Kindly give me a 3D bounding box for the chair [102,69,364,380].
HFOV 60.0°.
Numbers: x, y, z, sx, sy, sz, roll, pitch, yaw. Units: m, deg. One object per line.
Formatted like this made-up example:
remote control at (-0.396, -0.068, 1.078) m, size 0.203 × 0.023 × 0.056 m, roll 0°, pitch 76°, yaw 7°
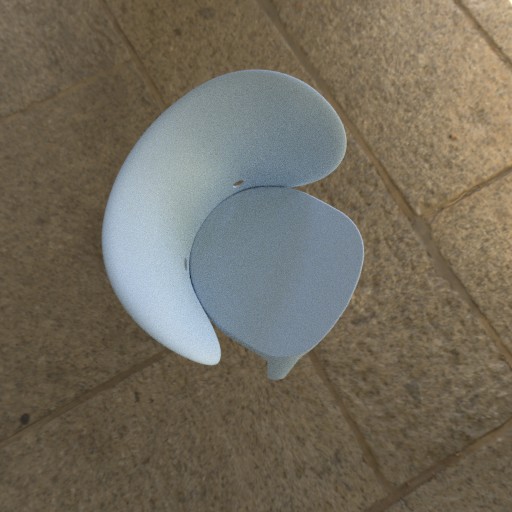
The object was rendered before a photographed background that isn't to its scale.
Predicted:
chair at (0.000, 0.000, 0.881) m, size 0.402 × 0.554 × 0.451 m, roll 30°, pitch 78°, yaw 7°
